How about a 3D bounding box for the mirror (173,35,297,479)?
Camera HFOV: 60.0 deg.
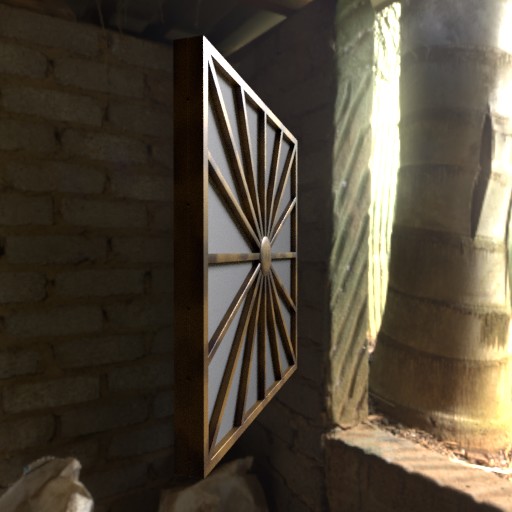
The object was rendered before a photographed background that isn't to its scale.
[{"bbox_3d":[0.000,0.000,0.753,0.042,0.507,0.509,0,1,17],"label":"mirror"}]
